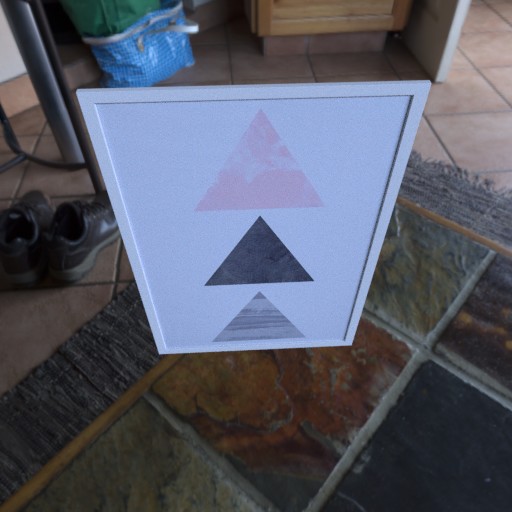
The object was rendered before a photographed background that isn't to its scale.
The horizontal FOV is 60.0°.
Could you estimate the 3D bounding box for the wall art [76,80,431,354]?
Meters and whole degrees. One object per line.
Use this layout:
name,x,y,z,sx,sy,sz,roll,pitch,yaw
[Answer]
wall art,0.000,0.000,1.172,0.659,0.940,0.013,-2,48,-2
